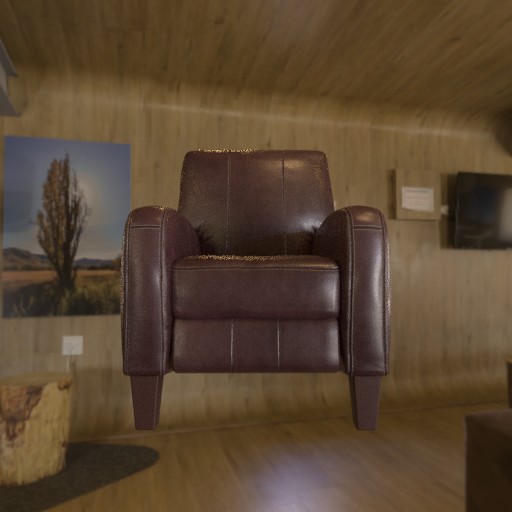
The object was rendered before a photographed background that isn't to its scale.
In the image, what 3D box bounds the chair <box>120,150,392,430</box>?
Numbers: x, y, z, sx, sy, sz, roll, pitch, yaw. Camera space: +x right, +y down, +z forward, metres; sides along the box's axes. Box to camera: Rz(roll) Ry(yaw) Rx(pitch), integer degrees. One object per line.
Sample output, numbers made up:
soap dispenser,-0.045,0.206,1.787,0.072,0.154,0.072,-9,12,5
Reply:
chair,0.000,0.000,1.656,0.762,0.990,0.990,0,-2,0
